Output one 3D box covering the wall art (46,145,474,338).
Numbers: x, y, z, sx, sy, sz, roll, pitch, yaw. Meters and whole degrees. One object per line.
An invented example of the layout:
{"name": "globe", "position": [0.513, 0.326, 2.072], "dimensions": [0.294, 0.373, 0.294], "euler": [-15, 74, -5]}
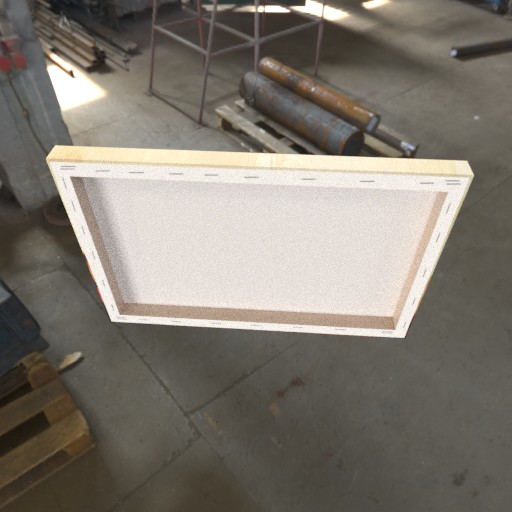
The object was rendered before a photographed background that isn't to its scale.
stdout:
{"name": "wall art", "position": [0.000, 0.000, 0.789], "dimensions": [0.613, 0.402, 0.040], "euler": [3, 46, 3]}
